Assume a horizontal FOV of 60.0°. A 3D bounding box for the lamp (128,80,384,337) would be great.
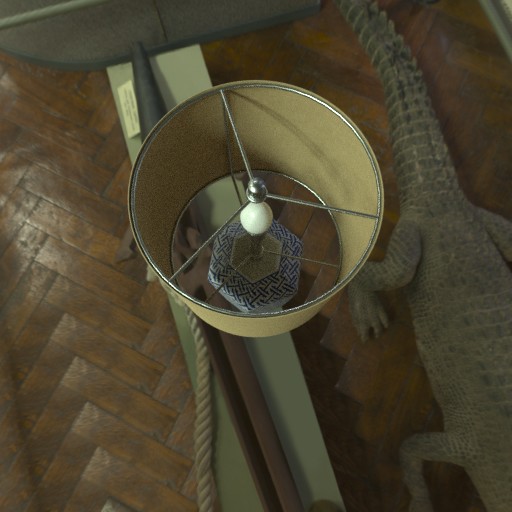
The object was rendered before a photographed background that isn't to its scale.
[{"bbox_3d":[0.000,0.000,0.864,0.320,0.682,0.320,-17,76,-4],"label":"lamp"}]
